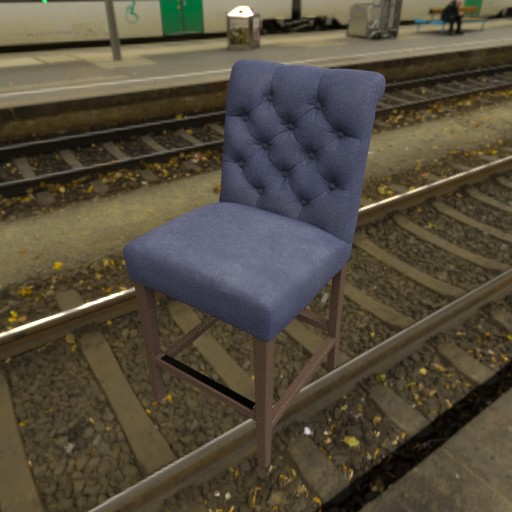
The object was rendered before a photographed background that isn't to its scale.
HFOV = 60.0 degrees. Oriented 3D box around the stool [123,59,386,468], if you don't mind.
[{"bbox_3d":[0.000,0.000,1.334,0.493,1.010,0.601,19,36,29],"label":"stool"}]
